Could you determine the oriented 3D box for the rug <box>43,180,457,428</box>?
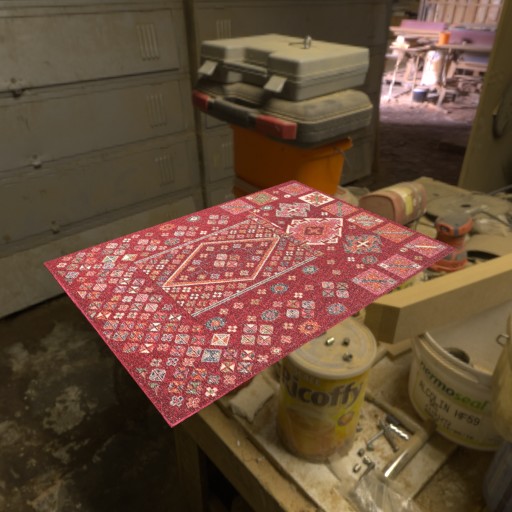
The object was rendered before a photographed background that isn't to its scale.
[{"bbox_3d":[0.000,0.000,2.874,2.184,0.007,1.579,-23,39,-33],"label":"rug"}]
